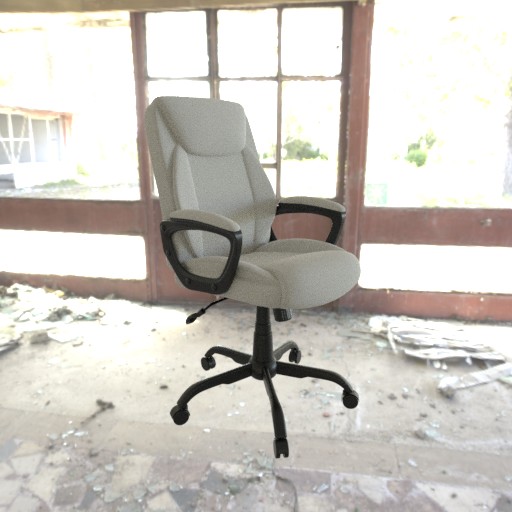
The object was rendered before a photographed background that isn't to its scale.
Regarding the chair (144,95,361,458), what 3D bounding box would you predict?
[{"bbox_3d":[0.000,0.000,1.519,0.669,1.065,0.663,14,19,43],"label":"chair"}]
